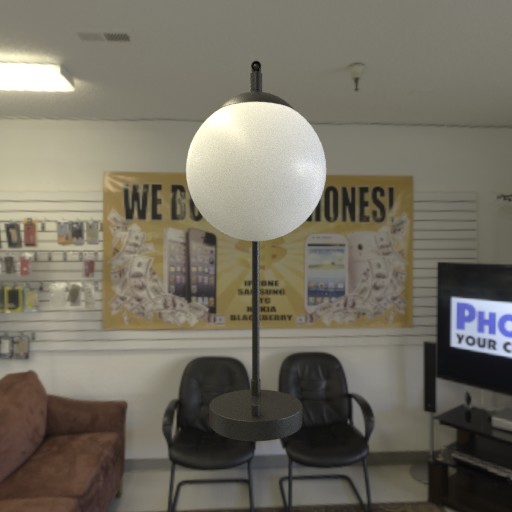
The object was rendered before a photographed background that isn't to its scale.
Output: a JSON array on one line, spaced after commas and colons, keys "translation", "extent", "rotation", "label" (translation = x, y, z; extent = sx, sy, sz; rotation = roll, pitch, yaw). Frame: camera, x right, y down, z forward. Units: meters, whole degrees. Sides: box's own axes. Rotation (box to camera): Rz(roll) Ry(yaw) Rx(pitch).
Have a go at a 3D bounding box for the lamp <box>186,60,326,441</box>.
[{"translation": [0.000, 0.000, 0.691], "extent": [0.197, 0.559, 0.316], "rotation": [0, 1, 0], "label": "lamp"}]
